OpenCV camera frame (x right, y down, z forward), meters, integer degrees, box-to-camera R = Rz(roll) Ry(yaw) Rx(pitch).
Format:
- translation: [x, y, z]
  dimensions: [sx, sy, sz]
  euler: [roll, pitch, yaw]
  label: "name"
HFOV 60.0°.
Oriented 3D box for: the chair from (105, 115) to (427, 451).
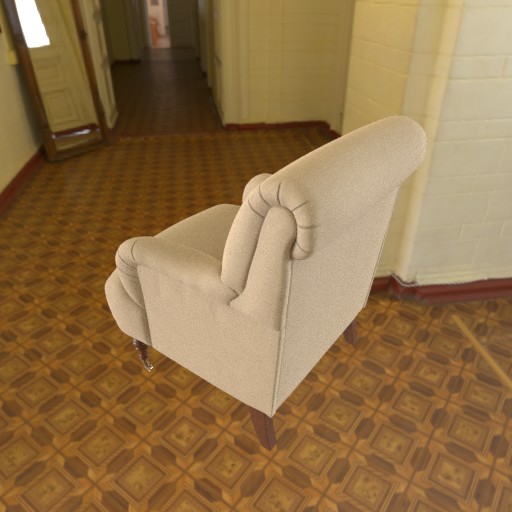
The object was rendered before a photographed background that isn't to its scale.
- translation: [0.000, 0.000, 1.553]
  dimensions: [0.842, 0.942, 0.766]
  euler: [21, 37, 30]
  label: "chair"
